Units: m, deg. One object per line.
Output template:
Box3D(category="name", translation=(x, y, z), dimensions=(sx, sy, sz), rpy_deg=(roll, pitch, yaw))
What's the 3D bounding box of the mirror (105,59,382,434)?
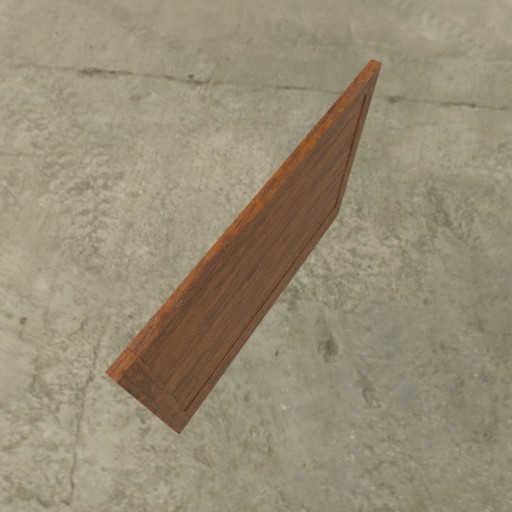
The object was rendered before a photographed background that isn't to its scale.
Box3D(category="mirror", translation=(0.000, 0.000, 0.973), dimensions=(0.084, 0.537, 0.758), rpy_deg=(31, 66, 16))
